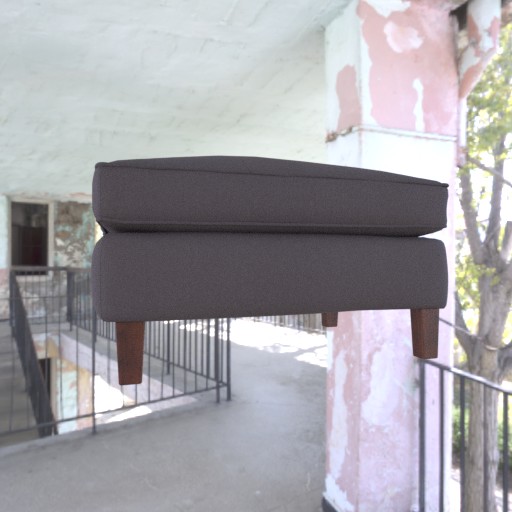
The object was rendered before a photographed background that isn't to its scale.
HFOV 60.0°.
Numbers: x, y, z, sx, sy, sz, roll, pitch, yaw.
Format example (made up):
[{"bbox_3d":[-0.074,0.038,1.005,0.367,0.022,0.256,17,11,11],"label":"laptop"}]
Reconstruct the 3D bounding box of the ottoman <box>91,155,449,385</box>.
[{"bbox_3d":[0.000,0.000,0.997,0.686,0.406,0.508,0,0,-18],"label":"ottoman"}]
